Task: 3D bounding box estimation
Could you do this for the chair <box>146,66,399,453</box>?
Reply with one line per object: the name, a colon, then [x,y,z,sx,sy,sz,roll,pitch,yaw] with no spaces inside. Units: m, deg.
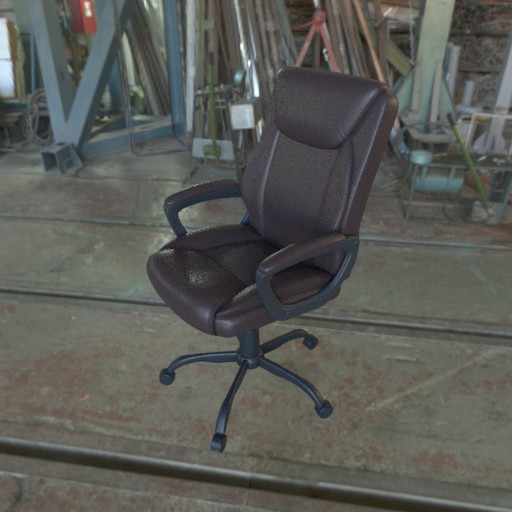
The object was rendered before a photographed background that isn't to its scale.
chair: [0.000,0.000,1.433,0.655,1.072,0.615,-20,36,-31]
